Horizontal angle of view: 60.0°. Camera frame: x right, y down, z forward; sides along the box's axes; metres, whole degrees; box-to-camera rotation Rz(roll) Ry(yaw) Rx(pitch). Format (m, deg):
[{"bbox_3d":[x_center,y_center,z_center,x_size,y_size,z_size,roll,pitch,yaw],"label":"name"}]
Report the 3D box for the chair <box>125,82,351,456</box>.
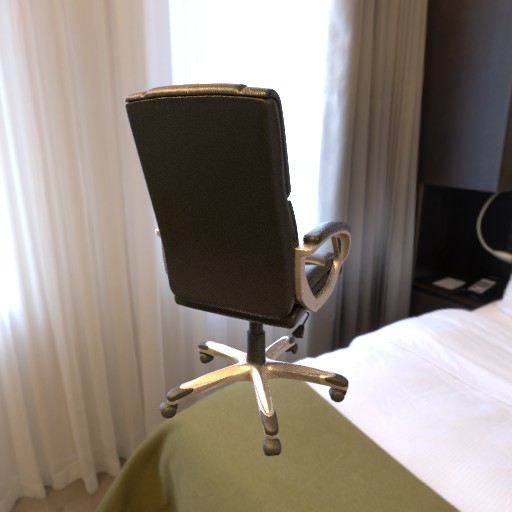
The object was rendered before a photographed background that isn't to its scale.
[{"bbox_3d":[0.000,0.000,1.650,0.700,1.145,0.780,8,18,26],"label":"chair"}]
